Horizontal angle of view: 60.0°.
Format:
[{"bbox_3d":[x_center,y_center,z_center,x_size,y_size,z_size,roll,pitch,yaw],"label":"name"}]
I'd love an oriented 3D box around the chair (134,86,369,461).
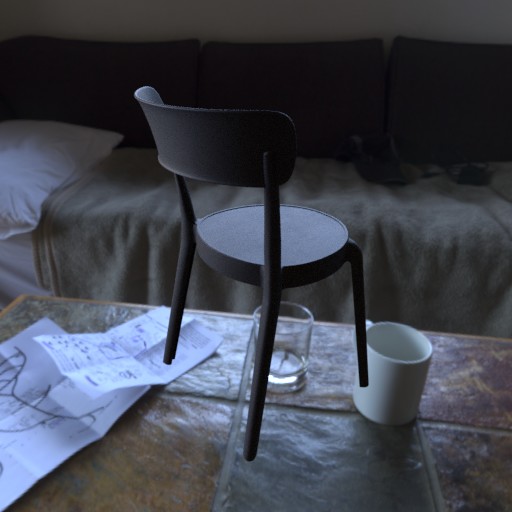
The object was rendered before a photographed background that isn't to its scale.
[{"bbox_3d":[0.000,0.000,1.128,0.491,0.790,0.506,-18,32,-32],"label":"chair"}]
